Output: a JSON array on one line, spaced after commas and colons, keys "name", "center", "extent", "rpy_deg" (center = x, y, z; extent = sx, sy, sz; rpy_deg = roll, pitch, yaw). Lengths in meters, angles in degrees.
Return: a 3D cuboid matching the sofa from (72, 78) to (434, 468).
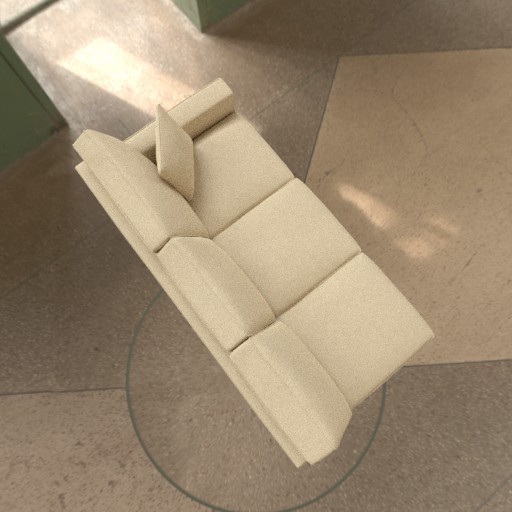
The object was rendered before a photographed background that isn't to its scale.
[{"name": "sofa", "center": [0.000, 0.000, 2.551], "extent": [1.034, 0.946, 1.963], "rpy_deg": [-37, 78, -9]}]
